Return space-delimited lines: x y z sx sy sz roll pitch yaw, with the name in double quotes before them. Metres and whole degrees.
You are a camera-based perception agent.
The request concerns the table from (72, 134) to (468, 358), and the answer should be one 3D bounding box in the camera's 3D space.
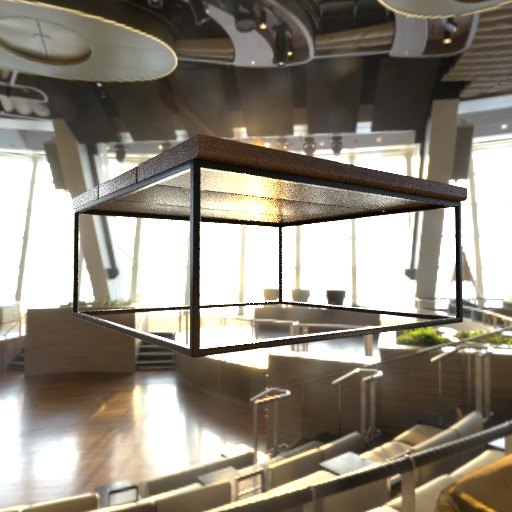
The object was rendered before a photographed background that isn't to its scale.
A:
"table" 0.000 0.000 1.410 0.900 0.400 0.900 1 -2 -36
